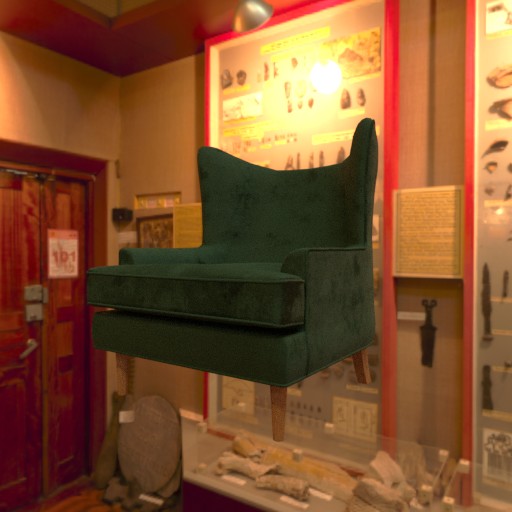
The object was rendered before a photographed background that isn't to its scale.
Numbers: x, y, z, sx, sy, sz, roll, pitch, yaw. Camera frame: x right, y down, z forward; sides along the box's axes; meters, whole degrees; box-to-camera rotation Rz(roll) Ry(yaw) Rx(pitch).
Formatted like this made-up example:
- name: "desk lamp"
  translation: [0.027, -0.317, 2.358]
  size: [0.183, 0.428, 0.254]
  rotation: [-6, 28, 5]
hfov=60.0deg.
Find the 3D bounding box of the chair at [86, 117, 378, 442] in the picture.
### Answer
- name: "chair"
  translation: [0.000, 0.000, 1.625]
  size: [0.793, 0.952, 0.910]
  rotation: [1, 1, 35]
